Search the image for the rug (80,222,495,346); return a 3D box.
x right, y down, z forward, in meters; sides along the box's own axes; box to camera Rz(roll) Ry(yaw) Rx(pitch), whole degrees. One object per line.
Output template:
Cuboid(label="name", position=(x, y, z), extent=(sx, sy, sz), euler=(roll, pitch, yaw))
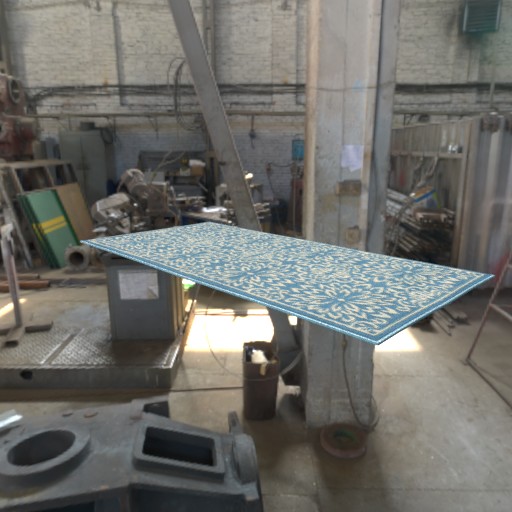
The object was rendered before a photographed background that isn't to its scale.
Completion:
Cuboid(label="rug", position=(0.000, 0.000, 1.404), extent=(0.604, 0.007, 1.219), euler=(-13, 19, -43))
